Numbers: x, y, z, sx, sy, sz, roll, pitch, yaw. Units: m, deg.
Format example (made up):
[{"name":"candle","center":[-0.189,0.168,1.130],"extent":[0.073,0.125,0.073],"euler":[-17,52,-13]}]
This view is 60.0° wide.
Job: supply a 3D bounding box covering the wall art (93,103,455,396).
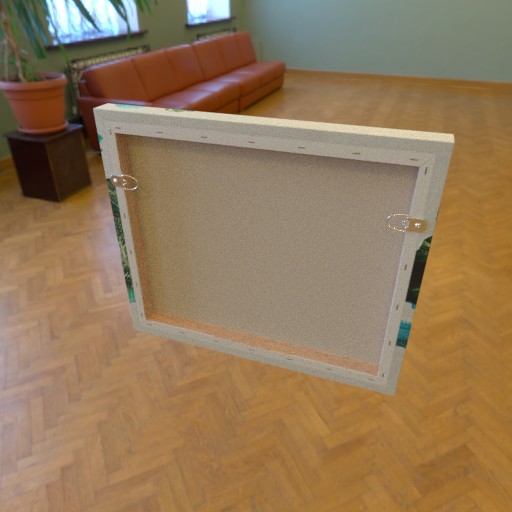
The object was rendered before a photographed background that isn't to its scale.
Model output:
[{"name":"wall art","center":[0.000,0.000,0.720],"extent":[0.507,0.435,0.041],"euler":[10,33,16]}]
